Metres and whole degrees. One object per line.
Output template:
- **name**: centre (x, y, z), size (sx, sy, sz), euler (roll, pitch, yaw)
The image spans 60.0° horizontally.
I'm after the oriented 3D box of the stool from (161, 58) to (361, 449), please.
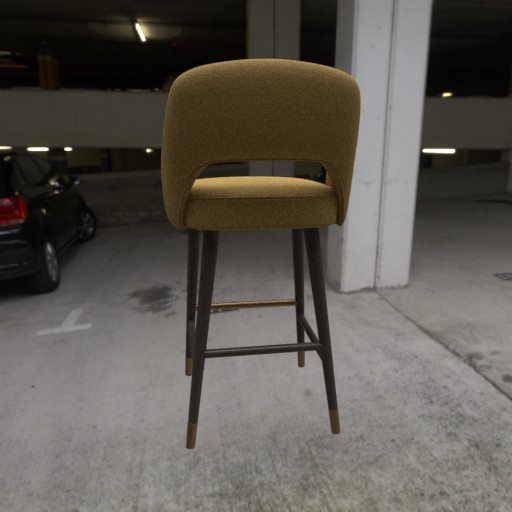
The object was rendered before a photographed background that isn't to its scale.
- **stool**: centre (0.000, 0.000, 1.350), size (0.536, 1.032, 0.522), euler (-2, 14, -9)
